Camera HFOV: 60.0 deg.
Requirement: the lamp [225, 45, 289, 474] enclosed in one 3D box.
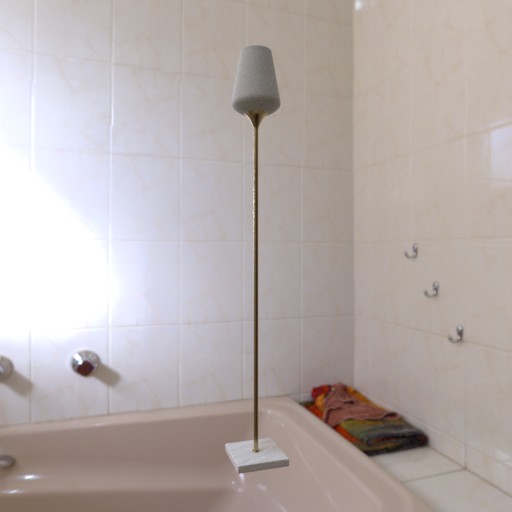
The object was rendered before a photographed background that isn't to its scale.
[{"bbox_3d":[0.000,0.000,1.981,0.229,1.813,0.232,0,0,-17],"label":"lamp"}]
